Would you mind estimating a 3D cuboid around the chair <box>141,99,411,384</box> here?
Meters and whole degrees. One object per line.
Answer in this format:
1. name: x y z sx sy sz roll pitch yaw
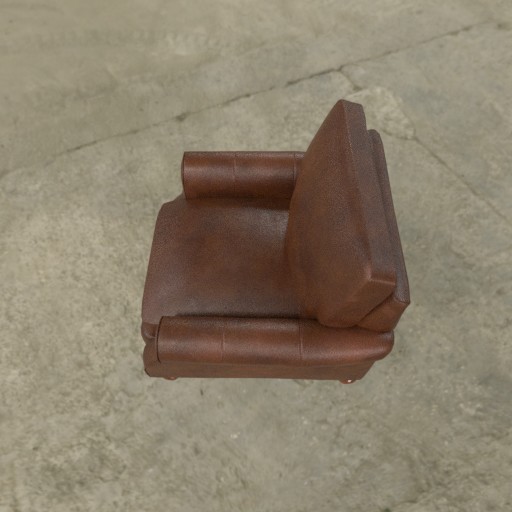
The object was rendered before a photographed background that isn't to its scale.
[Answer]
1. chair: 0.000 0.000 1.846 0.992 0.972 0.989 1 58 1
